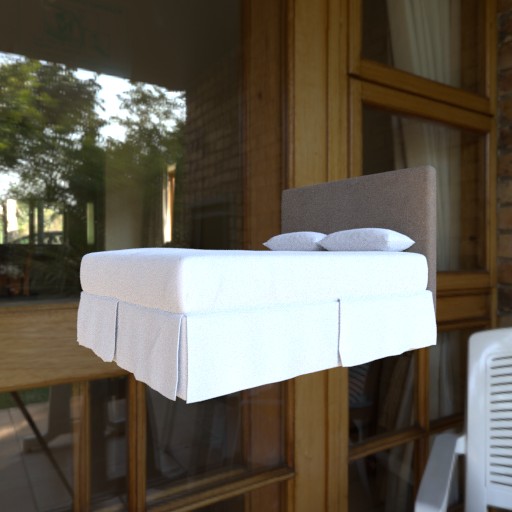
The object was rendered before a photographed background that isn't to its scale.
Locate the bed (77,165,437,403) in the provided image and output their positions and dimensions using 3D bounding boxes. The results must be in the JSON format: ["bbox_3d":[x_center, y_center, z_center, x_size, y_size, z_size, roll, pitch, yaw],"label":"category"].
[{"bbox_3d":[0.000,0.000,3.228,2.142,1.330,1.723,0,0,-37],"label":"bed"}]
